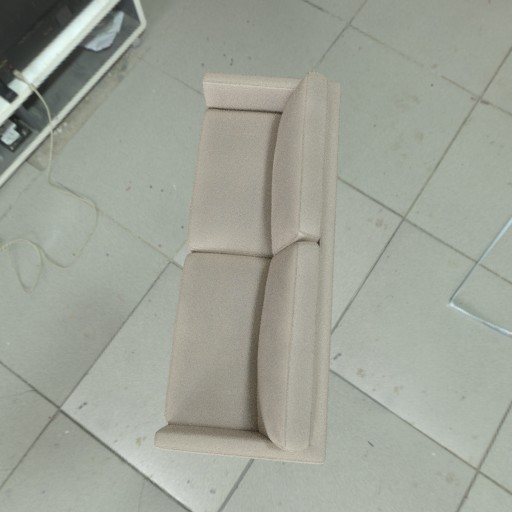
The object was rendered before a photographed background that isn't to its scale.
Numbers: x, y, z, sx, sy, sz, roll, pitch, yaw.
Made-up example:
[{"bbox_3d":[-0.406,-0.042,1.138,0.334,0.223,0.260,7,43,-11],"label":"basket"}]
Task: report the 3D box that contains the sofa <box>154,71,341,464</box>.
[{"bbox_3d":[0.000,0.000,2.899,0.951,0.968,2.361,5,75,1],"label":"sofa"}]
